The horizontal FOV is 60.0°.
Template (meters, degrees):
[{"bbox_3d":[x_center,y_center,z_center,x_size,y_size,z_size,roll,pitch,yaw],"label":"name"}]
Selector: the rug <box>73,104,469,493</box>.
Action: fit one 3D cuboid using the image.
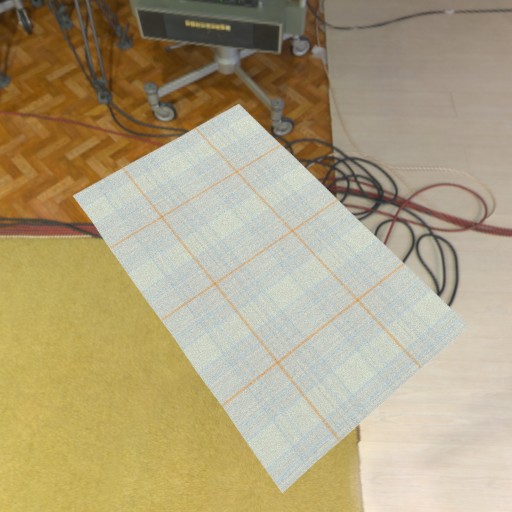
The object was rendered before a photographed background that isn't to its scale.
[{"bbox_3d":[0.000,0.000,3.035,1.527,0.016,2.442,-34,67,-16],"label":"rug"}]
